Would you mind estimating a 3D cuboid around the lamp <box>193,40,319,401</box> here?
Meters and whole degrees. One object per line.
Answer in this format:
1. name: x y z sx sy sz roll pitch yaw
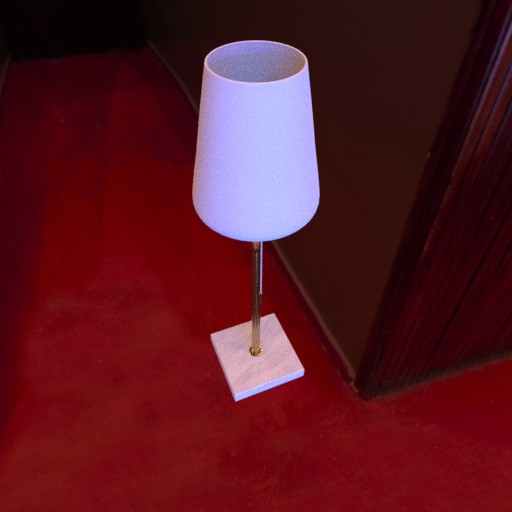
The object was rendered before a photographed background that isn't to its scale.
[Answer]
1. lamp: 0.000 0.000 0.730 0.181 0.639 0.181 -16 48 -15
